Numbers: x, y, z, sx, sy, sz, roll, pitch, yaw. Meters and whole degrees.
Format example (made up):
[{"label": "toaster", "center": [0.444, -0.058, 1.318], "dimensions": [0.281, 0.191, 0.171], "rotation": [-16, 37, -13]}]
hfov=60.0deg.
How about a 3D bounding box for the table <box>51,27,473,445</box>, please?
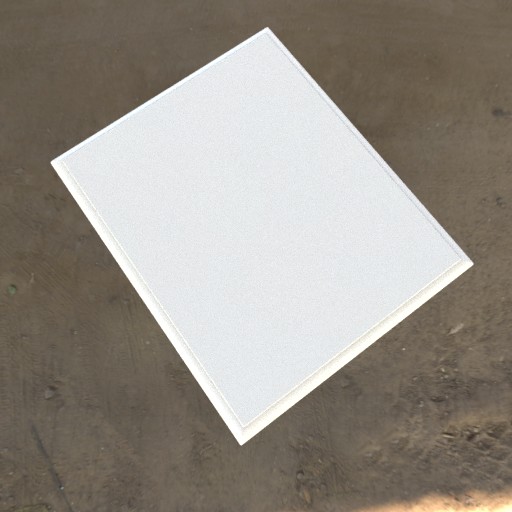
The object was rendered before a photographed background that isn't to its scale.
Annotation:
[{"label": "table", "center": [0.000, 0.000, 0.848], "dimensions": [0.381, 0.531, 0.460], "rotation": [-35, 79, -8]}]
